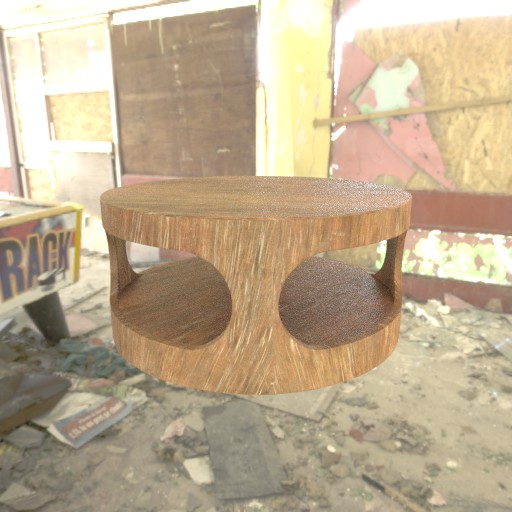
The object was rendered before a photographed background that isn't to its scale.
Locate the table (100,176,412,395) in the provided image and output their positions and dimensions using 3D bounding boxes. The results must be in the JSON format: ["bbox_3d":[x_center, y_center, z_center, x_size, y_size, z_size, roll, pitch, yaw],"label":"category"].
[{"bbox_3d":[0.000,0.000,1.519,0.974,0.450,0.974,0,16,0],"label":"table"}]
